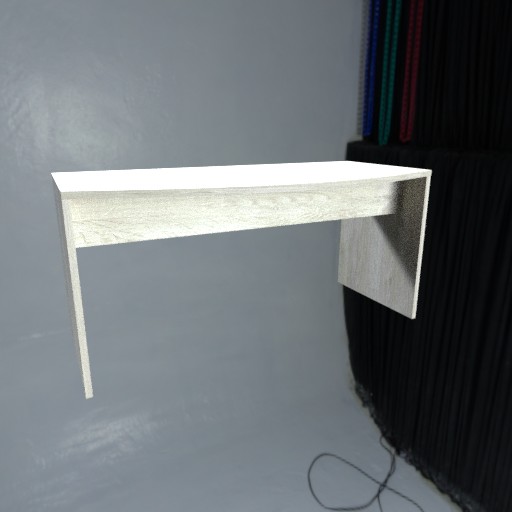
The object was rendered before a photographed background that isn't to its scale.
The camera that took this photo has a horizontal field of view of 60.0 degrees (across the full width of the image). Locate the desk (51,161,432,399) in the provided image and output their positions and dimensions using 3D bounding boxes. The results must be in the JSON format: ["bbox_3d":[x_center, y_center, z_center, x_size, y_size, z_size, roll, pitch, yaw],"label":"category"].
[{"bbox_3d":[0.000,0.000,2.038,1.600,0.752,0.802,-8,18,-25],"label":"desk"}]
